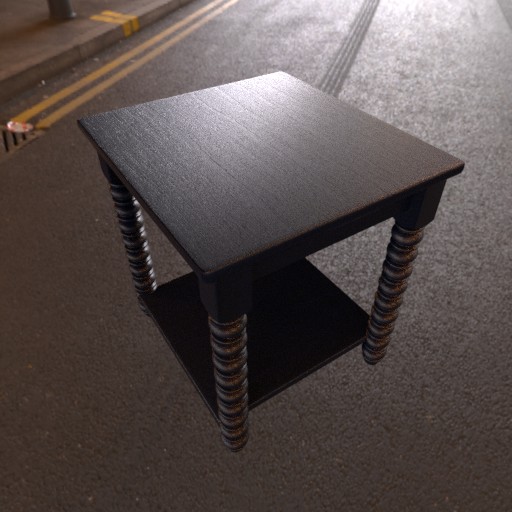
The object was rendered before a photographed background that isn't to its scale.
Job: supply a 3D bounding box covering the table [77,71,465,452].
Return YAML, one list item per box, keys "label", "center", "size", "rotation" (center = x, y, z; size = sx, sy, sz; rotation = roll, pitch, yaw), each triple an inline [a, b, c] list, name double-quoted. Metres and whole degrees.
- label: "table"
  center: [0.000, 0.000, 0.992]
  size: [0.500, 0.567, 0.533]
  rotation: [-23, 46, -24]
